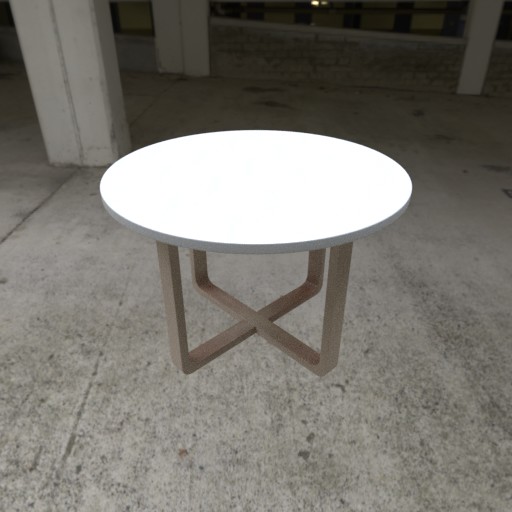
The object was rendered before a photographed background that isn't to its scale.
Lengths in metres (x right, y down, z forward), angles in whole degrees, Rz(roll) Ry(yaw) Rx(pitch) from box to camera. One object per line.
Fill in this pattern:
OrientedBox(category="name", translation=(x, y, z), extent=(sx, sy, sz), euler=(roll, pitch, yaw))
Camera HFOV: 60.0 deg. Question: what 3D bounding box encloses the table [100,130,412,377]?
OrientedBox(category="table", translation=(0.000, 0.000, 0.991), extent=(0.600, 0.400, 0.600), euler=(0, 31, 0))
